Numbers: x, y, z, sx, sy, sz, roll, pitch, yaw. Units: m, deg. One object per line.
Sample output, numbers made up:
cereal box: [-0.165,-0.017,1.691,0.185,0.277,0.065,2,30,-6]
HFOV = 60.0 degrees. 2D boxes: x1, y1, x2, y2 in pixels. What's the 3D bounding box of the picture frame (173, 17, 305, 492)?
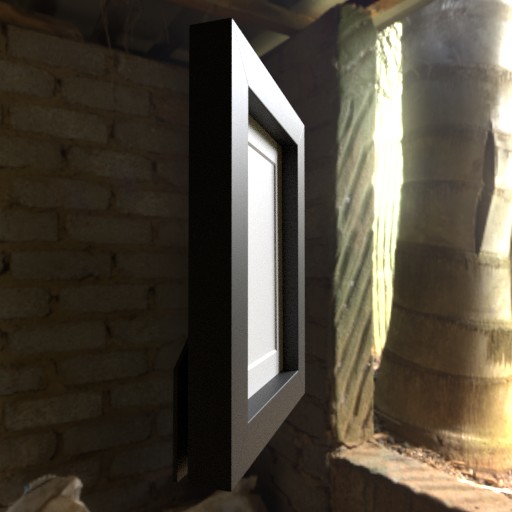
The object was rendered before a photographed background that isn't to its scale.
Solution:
picture frame: [0.000,0.000,0.273,0.028,0.208,0.157,0,-1,18]
